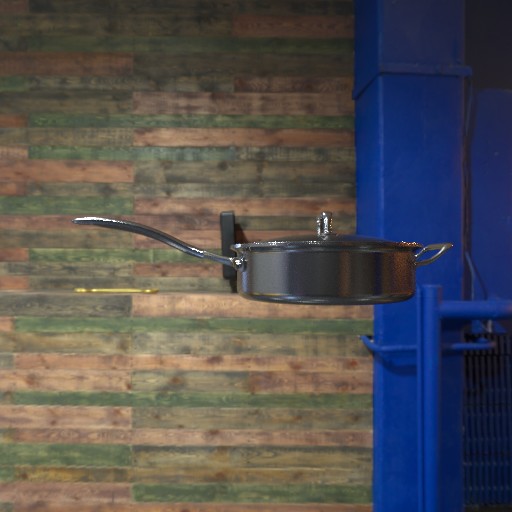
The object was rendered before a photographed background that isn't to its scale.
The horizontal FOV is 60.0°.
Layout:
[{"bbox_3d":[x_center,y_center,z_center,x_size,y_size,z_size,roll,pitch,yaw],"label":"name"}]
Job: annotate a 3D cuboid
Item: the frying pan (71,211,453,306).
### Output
[{"bbox_3d":[0.000,0.000,0.585,0.492,0.111,0.245,0,-1,2],"label":"frying pan"}]
